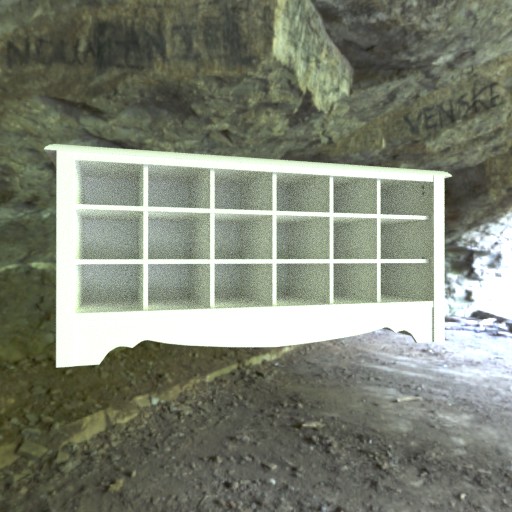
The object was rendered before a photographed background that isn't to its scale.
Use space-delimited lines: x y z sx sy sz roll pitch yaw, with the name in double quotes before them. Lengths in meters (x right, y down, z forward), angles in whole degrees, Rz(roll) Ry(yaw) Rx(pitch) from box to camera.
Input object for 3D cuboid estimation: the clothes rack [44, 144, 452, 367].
"clothes rack" 0.000 0.000 1.463 1.218 0.558 0.405 0 0 -17
